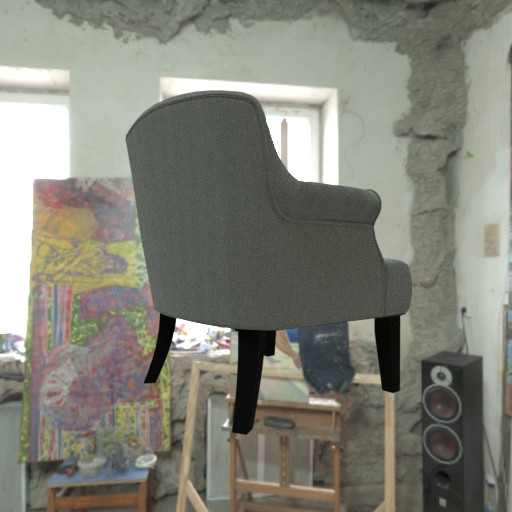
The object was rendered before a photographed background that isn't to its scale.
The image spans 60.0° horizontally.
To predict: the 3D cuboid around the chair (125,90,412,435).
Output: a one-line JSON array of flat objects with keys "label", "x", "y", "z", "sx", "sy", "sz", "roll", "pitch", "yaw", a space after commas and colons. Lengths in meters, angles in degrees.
[{"label": "chair", "x": 0.000, "y": 0.000, "z": 1.492, "sx": 0.755, "sy": 0.880, "sz": 0.772, "roll": -1, "pitch": 1, "yaw": -38}]
